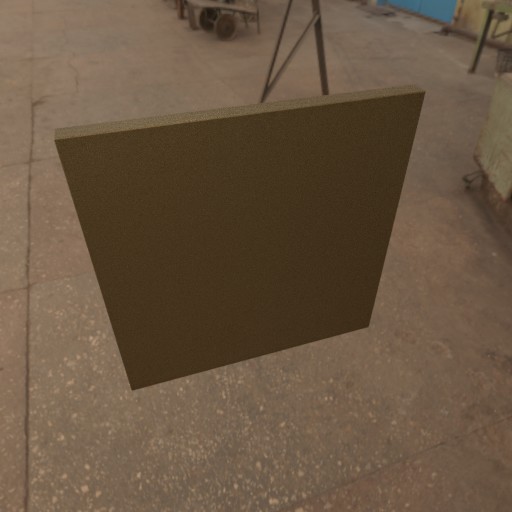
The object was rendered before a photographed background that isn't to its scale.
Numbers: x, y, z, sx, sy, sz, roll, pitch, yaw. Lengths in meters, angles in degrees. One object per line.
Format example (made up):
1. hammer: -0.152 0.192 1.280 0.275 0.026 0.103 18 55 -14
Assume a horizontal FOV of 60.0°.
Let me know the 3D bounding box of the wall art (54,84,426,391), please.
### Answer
1. wall art: 0.000 0.000 0.746 0.503 0.506 0.031 -12 41 -14
